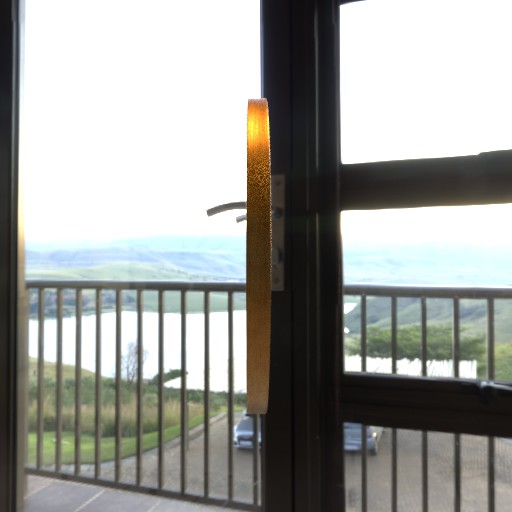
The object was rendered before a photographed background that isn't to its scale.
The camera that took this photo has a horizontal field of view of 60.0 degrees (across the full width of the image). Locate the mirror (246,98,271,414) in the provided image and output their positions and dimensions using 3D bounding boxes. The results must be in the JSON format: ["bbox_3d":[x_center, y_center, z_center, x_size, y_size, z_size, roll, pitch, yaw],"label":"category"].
[{"bbox_3d":[0.000,0.000,0.841,0.032,0.565,0.565,0,-1,-1],"label":"mirror"}]
